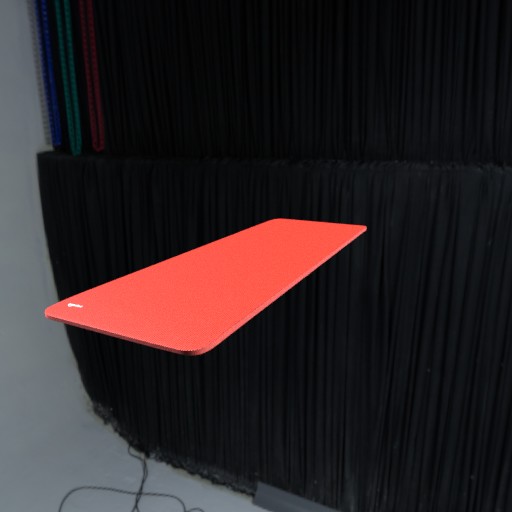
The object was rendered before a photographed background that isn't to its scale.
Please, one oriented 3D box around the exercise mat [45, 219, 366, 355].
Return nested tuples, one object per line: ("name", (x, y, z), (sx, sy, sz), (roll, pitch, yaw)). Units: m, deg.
("exercise mat", (0.000, 0.000, 2.065), (0.616, 0.021, 1.869), (7, 17, 26))
